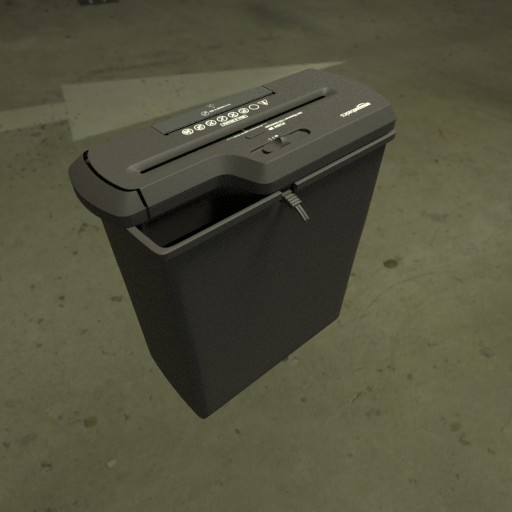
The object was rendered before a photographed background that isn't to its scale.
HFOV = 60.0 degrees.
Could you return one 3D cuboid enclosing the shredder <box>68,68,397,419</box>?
[{"bbox_3d":[0.000,0.000,0.518,0.320,0.335,0.170,-31,52,-27],"label":"shredder"}]
